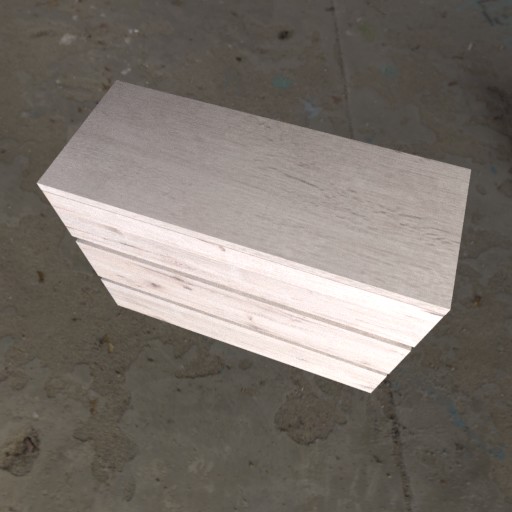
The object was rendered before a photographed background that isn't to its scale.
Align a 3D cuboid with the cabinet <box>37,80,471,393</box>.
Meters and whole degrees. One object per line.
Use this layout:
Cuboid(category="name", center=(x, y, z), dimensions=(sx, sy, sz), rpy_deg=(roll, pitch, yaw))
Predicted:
Cuboid(category="cabinet", center=(0.000, 0.000, 1.497), dimensions=(1.040, 0.820, 0.420), rpy_deg=(17, 61, 10))
